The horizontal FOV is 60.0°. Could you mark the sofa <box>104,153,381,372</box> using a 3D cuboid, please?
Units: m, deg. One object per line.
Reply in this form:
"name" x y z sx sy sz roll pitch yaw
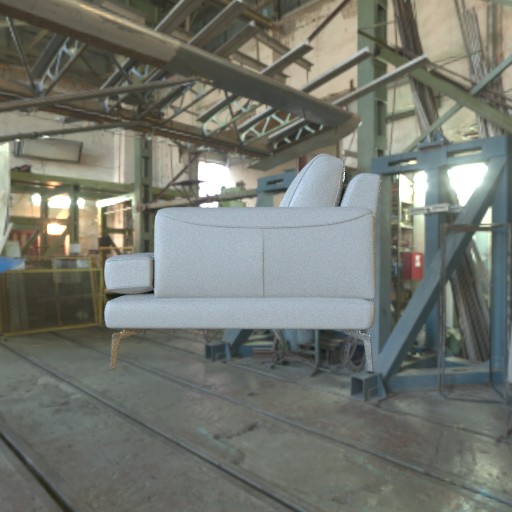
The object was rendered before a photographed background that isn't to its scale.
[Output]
"sofa" 0.000 0.000 2.422 0.974 0.765 1.940 0 0 2
